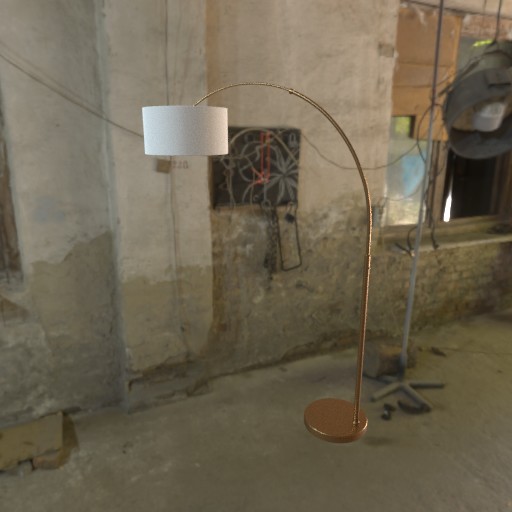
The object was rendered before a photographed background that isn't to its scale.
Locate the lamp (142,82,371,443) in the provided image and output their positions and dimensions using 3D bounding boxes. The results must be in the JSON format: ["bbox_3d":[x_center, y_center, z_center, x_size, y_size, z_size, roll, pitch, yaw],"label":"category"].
[{"bbox_3d":[0.000,0.000,2.623,1.434,1.927,0.493,8,17,27],"label":"lamp"}]
